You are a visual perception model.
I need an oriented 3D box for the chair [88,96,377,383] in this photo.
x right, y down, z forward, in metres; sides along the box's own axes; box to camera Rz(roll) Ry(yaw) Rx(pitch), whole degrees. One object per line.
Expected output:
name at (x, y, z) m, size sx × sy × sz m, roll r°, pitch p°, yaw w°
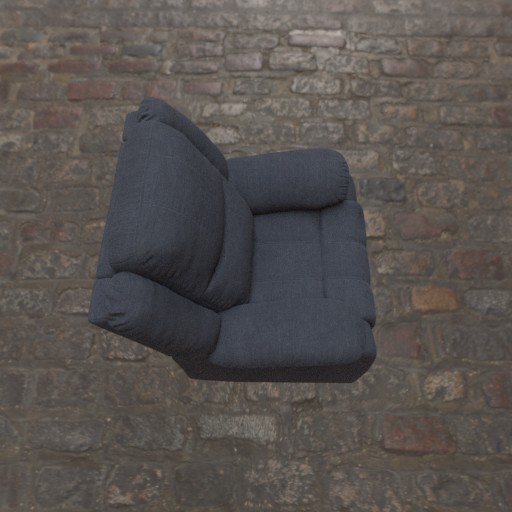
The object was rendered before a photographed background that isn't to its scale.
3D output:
chair at (0.000, 0.000, 1.739) m, size 0.944 × 1.008 × 0.899 m, roll 1°, pitch 63°, yaw 0°
